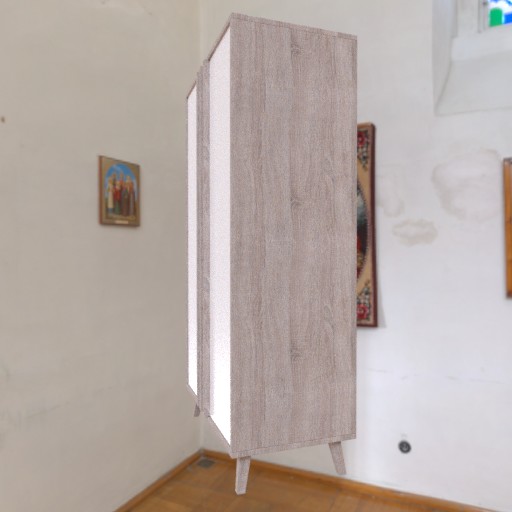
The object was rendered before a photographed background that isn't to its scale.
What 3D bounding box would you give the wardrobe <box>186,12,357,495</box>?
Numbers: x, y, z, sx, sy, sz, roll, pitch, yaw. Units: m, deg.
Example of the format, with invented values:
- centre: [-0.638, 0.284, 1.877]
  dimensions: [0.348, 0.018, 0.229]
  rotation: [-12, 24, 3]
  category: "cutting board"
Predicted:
- centre: [0.000, 0.000, 2.344]
  dimensions: [0.600, 1.960, 1.000]
  rotation: [0, 1, -19]
  category: "wardrobe"
